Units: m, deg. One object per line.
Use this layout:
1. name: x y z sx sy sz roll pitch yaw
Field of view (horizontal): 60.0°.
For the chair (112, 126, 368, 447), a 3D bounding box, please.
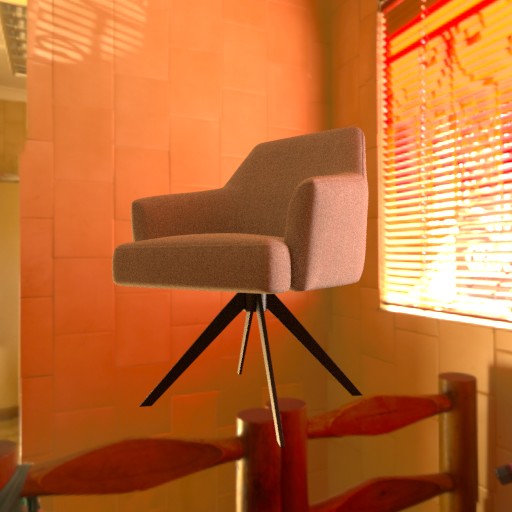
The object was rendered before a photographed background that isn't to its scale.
1. chair: 0.000 0.000 1.348 0.642 0.874 0.677 0 -1 35
